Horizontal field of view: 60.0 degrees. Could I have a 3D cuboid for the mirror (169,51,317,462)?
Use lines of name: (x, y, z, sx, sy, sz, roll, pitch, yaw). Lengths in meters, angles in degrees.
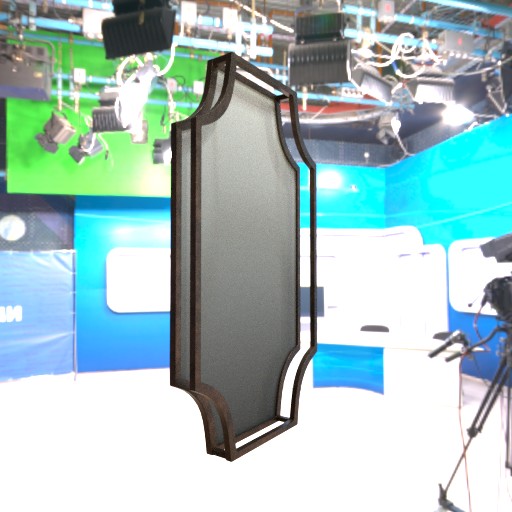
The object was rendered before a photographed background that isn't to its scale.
mirror: (0.000, 0.000, 0.997, 0.066, 0.811, 0.462, -1, -2, 35)
